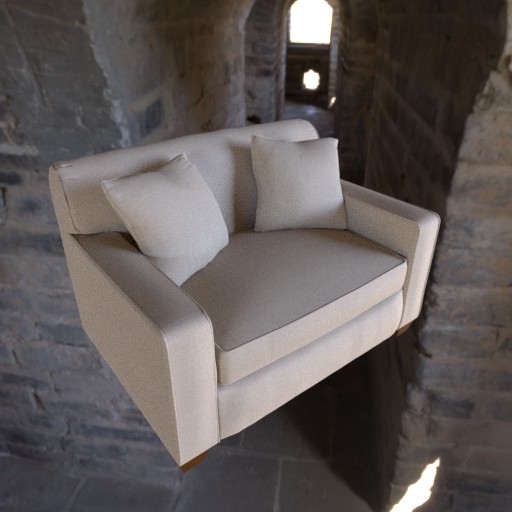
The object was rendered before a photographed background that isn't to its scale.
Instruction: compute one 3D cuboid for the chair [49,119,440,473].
[{"bbox_3d":[0.000,0.000,1.991,1.383,0.948,1.000,-21,35,-32],"label":"chair"}]
